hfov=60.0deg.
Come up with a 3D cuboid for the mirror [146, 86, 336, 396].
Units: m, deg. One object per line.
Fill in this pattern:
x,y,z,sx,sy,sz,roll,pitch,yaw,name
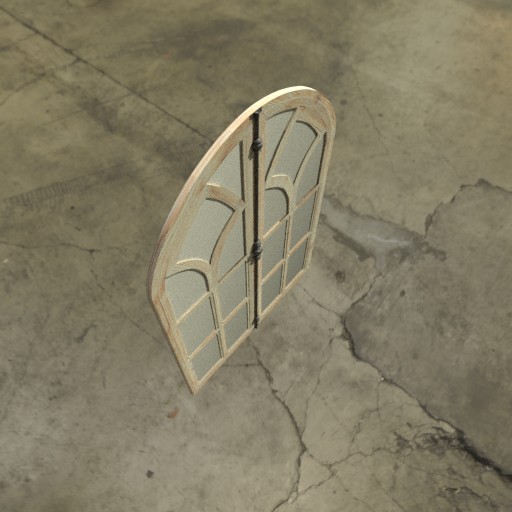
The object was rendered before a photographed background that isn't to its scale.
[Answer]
0.000,0.000,1.135,0.032,0.915,0.609,35,64,20,mirror
